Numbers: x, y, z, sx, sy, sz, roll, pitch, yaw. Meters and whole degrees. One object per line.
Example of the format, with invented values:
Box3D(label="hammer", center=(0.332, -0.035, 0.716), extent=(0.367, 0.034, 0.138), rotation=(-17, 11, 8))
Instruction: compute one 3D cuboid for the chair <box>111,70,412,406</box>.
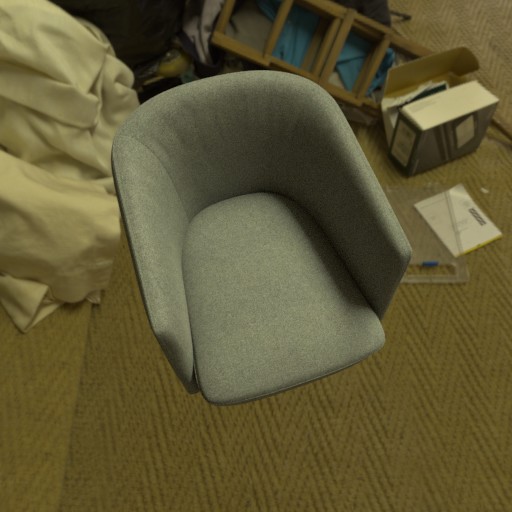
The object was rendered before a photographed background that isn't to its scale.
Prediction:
Box3D(label="chair", center=(0.000, 0.000, 1.657), extent=(0.822, 0.861, 0.986), rotation=(-16, 63, -9))
